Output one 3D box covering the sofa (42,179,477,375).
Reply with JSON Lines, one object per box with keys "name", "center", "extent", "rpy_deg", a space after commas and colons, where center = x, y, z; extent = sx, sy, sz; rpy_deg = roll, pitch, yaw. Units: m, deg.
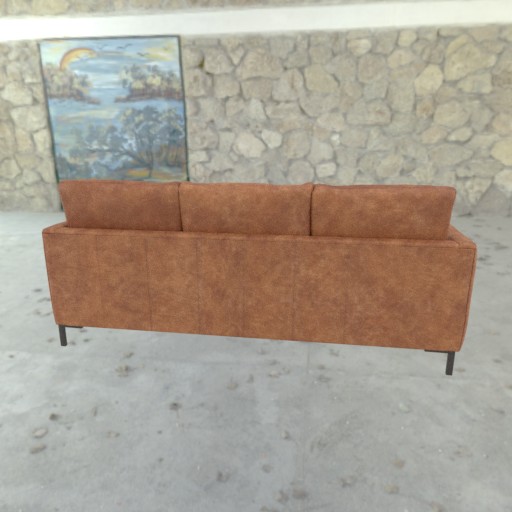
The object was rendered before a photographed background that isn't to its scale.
{"name": "sofa", "center": [0.000, 0.000, 2.399], "extent": [2.029, 0.863, 0.748], "rpy_deg": [2, 16, 8]}
